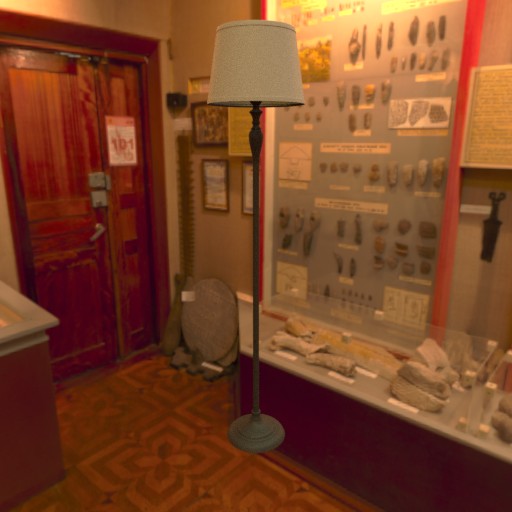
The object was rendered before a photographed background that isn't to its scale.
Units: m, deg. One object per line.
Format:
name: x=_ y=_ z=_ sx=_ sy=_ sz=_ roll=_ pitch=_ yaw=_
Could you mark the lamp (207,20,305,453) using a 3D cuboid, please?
lamp: x=0.000 y=0.000 z=1.621 sx=0.327 sy=1.506 sz=0.327 roll=13 pitch=20 yaw=40
